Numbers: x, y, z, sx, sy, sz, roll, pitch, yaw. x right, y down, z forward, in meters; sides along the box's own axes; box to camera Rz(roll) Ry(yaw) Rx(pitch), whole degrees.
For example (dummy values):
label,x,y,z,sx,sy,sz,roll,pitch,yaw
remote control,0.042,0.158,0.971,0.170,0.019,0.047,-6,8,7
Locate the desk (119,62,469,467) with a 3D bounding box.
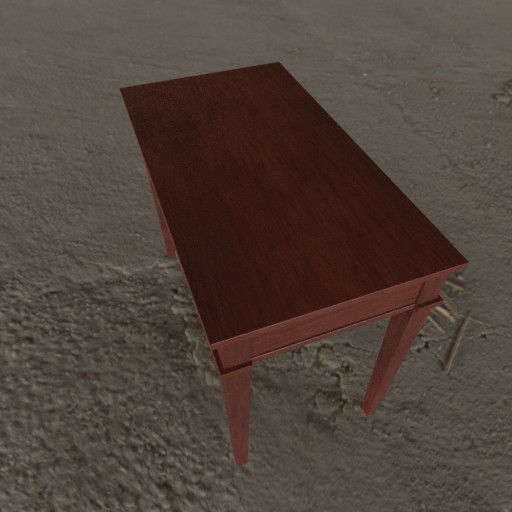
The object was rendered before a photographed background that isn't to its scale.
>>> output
label,x,y,z,sx,sy,sz,roll,pitch,yaw
desk,0.000,0.000,1.429,0.549,0.762,1.001,-15,49,-14
